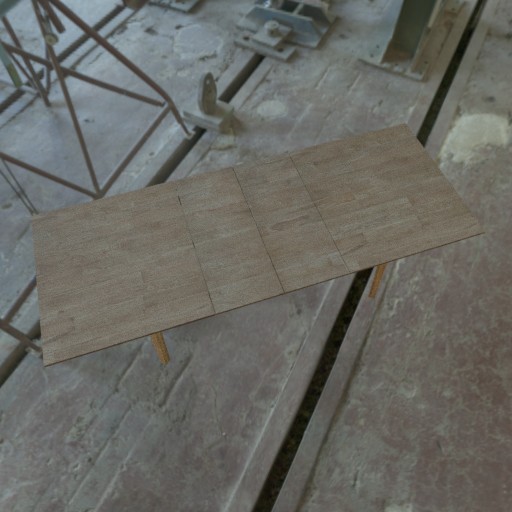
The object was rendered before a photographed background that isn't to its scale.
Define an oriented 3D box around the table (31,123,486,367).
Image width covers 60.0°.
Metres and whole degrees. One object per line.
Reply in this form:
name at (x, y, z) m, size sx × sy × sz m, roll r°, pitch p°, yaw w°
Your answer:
table at (0.000, 0.000, 3.032) m, size 2.603 × 0.752 × 1.000 m, roll -16°, pitch 60°, yaw -10°
